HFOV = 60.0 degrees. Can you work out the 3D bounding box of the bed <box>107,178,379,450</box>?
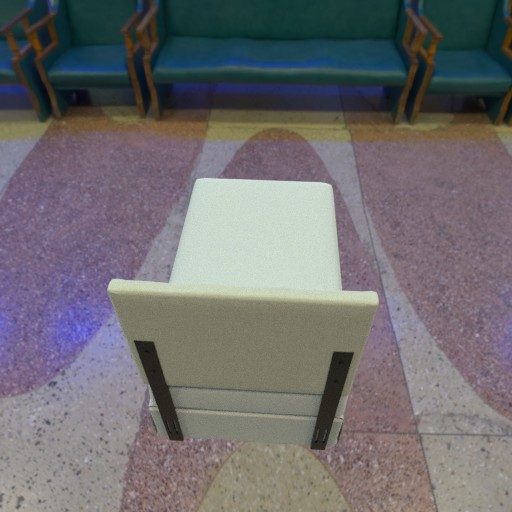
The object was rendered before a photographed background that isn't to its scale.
[{"bbox_3d":[0.000,0.000,3.058,1.261,1.571,1.997,3,46,2],"label":"bed"}]
